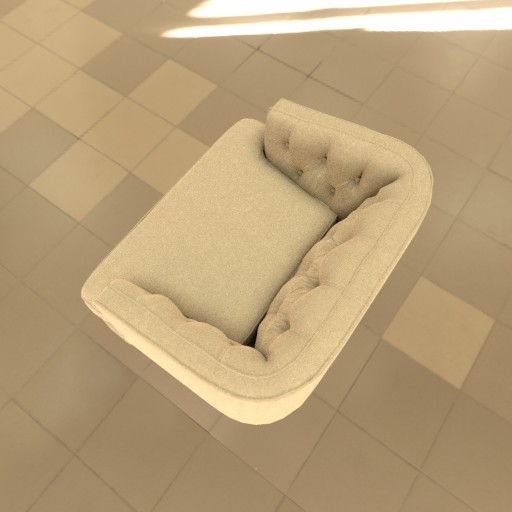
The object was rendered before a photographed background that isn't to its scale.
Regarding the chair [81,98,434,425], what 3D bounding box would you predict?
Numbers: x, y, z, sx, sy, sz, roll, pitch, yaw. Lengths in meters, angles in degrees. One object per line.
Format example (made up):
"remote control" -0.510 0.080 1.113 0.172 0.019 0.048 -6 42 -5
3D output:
"chair" 0.000 0.000 1.777 0.941 0.852 1.104 33 69 15
